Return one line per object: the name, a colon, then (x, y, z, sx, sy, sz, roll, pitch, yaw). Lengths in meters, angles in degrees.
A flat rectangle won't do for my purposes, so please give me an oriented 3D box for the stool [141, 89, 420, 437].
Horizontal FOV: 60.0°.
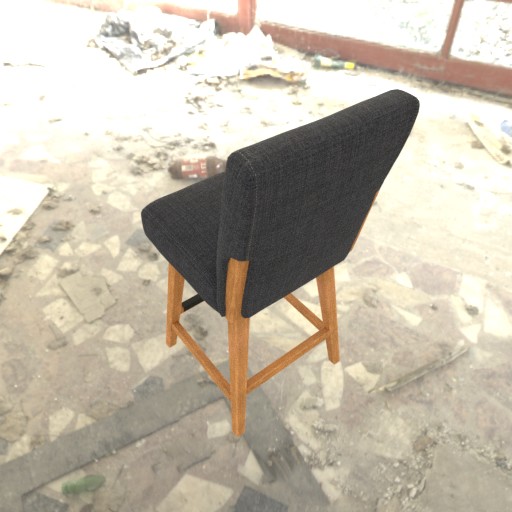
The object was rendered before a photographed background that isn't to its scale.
stool: (0.000, 0.000, 1.259, 0.459, 1.010, 0.526, -28, 50, -26)
